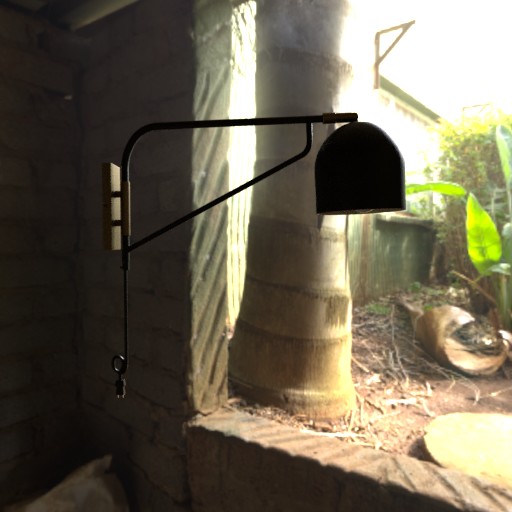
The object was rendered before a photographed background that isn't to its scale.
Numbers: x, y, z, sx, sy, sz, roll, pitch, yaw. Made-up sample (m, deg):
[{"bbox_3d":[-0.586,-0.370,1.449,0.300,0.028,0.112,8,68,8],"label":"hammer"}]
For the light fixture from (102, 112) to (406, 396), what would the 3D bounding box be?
[{"bbox_3d":[0.000,0.000,1.082,0.720,0.696,0.215,0,2,-1],"label":"light fixture"}]
